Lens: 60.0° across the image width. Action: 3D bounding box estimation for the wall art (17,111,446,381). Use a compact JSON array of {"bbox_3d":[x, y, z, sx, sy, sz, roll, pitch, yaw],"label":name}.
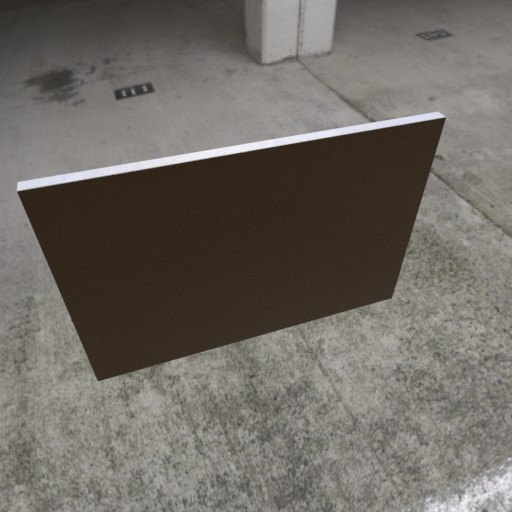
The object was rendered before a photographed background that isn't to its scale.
[{"bbox_3d":[0.000,0.000,1.397,1.145,0.762,0.041,-13,43,-14],"label":"wall art"}]
